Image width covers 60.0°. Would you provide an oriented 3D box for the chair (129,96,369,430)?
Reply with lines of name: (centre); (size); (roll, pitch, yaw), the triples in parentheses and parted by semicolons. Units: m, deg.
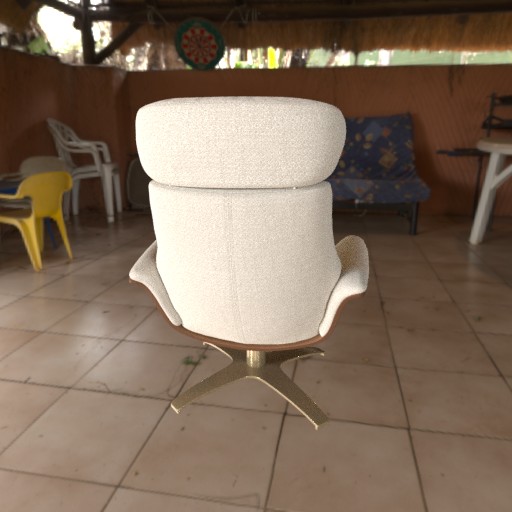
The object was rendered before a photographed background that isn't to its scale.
chair: (0.000, 0.000, 1.539); (0.785, 0.995, 0.837); (3, 16, 9)
